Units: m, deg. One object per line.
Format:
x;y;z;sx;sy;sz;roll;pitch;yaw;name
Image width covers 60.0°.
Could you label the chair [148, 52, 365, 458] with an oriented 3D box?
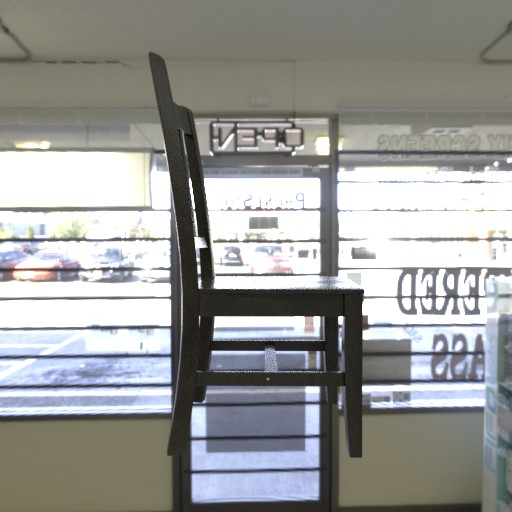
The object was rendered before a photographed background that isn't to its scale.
0.000;0.000;1.301;0.555;0.998;0.450;0;2;1;chair
